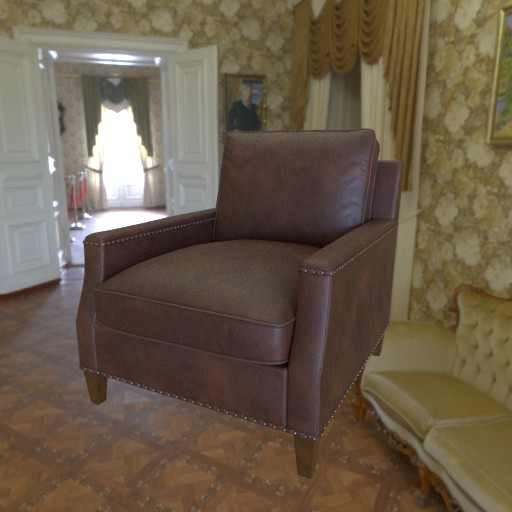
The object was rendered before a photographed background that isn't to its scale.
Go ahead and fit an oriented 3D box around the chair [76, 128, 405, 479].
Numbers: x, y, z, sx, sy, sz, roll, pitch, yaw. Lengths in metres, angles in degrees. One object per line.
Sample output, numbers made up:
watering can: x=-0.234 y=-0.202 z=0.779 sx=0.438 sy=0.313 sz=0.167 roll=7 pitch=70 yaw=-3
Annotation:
chair: x=0.000 y=0.000 z=1.631 sx=0.853 sy=0.929 sz=1.014 roll=7 pitch=15 yaw=27
